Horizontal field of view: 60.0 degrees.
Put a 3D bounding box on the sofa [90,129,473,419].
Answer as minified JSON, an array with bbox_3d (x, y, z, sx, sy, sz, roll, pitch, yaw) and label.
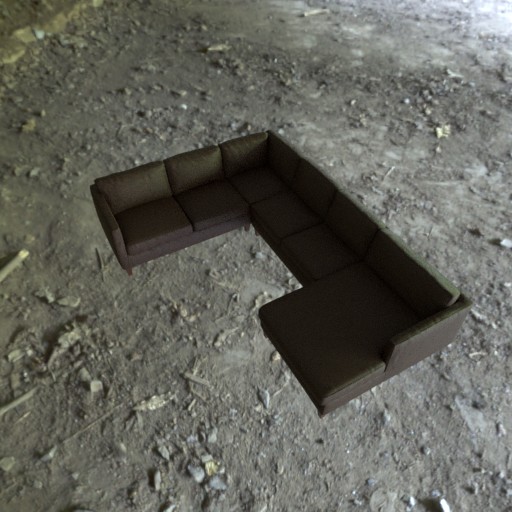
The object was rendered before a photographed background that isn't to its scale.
[{"bbox_3d":[0.000,0.000,4.736,2.593,0.923,3.460,-22,49,-20],"label":"sofa"}]
